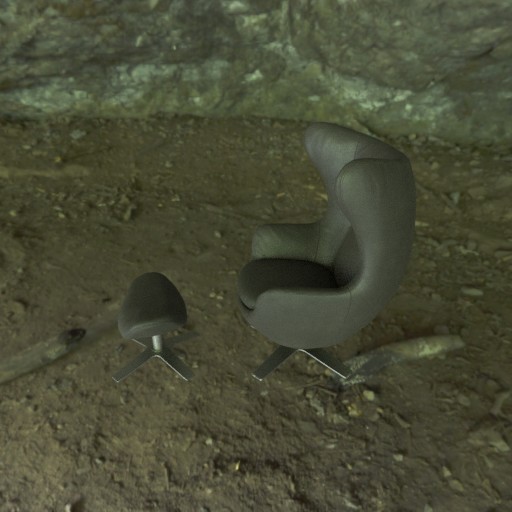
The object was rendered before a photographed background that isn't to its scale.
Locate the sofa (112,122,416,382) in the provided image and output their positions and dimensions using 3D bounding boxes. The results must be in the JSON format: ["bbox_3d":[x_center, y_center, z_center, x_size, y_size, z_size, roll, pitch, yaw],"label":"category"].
[{"bbox_3d":[0.000,0.000,2.160,1.444,1.135,0.894,-1,26,-2],"label":"sofa"}]
